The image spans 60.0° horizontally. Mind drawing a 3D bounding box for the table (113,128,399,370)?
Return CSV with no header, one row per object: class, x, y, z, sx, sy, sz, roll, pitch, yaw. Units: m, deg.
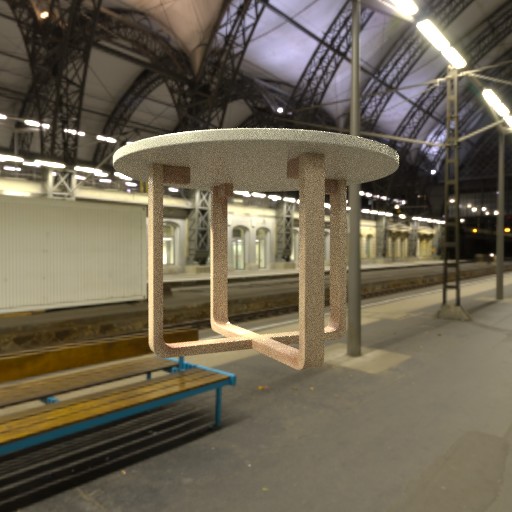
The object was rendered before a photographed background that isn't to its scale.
table,0.000,0.000,0.980,0.600,0.400,0.600,0,1,0
